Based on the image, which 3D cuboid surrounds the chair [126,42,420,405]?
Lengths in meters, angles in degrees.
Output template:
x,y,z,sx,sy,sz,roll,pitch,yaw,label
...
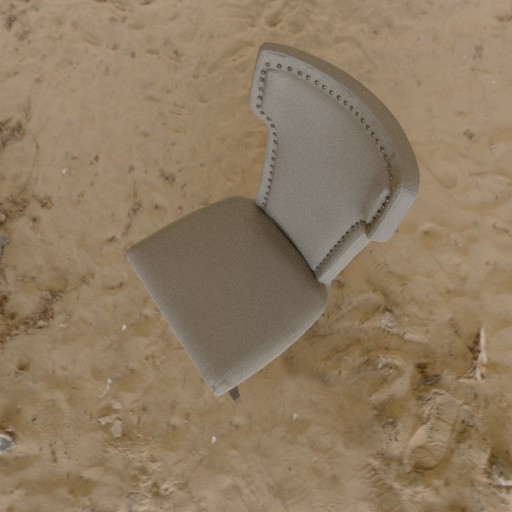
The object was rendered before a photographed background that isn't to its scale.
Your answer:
x,y,z,sx,sy,sz,roll,pitch,yaw,label
0.000,0.000,1.304,0.630,0.955,0.526,-32,69,-14,chair
